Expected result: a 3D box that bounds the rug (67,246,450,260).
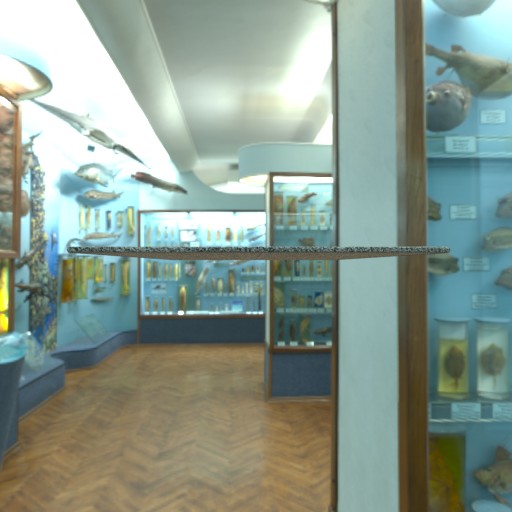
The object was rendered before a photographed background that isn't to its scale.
[{"bbox_3d":[0.000,0.000,3.404,1.778,0.030,2.743,0,-1,-1],"label":"rug"}]
